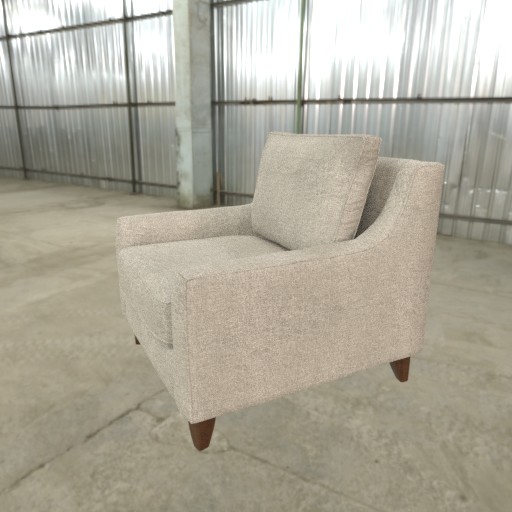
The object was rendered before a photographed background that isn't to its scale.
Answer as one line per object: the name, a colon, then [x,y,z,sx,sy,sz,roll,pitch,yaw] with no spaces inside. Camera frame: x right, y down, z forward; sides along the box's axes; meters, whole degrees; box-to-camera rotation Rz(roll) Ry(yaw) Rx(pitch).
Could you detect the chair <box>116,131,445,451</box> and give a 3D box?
chair: [0.000,0.000,1.619,0.918,0.864,0.838,-9,19,-27]
